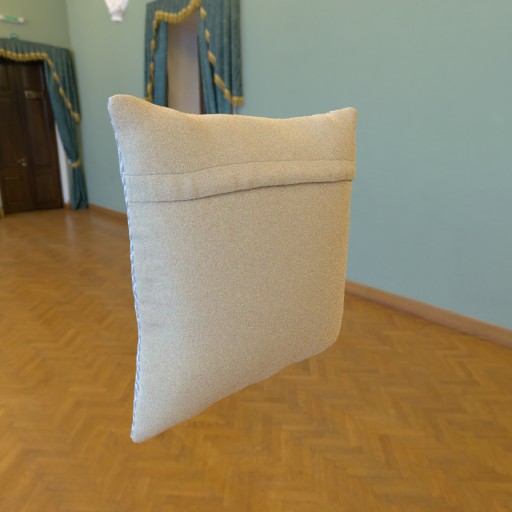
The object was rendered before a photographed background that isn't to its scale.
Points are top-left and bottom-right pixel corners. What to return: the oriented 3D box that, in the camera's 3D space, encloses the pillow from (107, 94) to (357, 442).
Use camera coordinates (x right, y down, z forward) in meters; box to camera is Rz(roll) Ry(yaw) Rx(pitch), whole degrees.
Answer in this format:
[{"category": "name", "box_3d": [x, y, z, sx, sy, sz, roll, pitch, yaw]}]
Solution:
[{"category": "pillow", "box_3d": [0.000, 0.000, 0.697, 0.459, 0.458, 0.181, -15, 22, -41]}]
